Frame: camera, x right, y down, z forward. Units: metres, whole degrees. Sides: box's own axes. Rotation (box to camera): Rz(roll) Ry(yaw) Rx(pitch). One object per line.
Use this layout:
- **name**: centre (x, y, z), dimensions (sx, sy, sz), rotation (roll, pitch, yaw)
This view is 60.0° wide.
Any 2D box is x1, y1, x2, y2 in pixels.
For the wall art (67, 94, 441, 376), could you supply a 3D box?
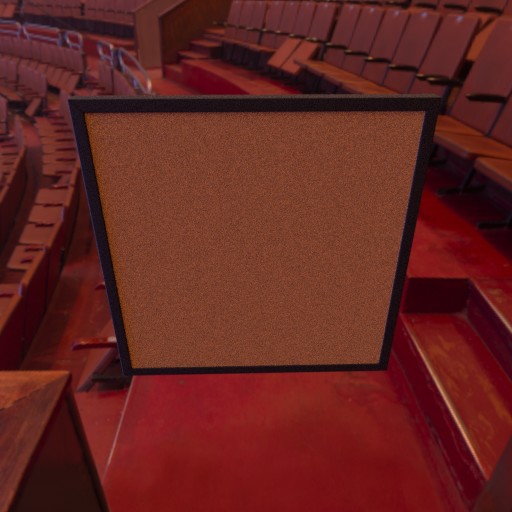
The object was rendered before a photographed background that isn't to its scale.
- **wall art**: centre (0.000, 0.000, 1.108), dimensions (0.763, 0.763, 0.037), rotation (-1, 30, -1)
